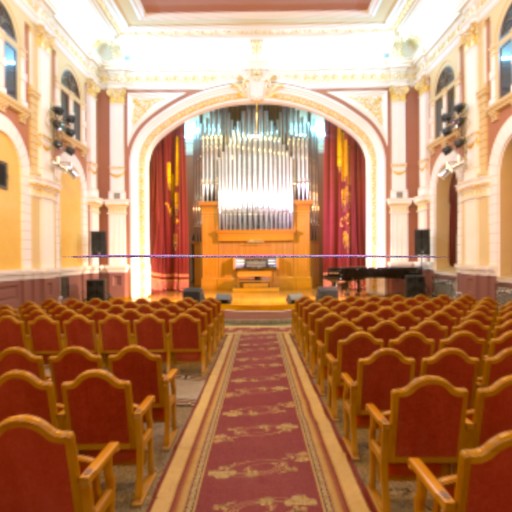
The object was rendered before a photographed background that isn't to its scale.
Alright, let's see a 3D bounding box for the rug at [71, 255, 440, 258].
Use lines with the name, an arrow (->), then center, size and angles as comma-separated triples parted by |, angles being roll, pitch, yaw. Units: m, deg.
rug -> 0.000, 0.000, 2.913 | 1.539, 0.013, 2.350 | 0, 0, 1
